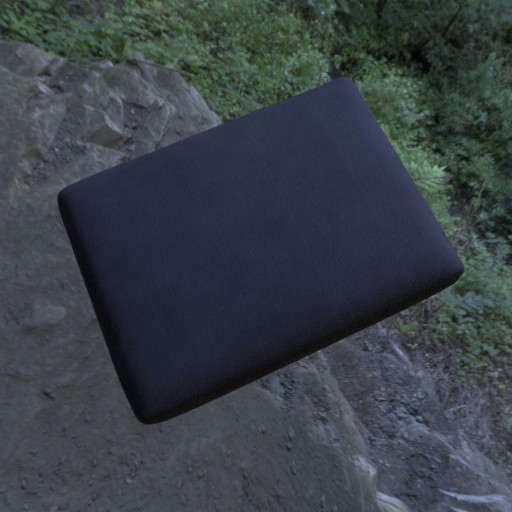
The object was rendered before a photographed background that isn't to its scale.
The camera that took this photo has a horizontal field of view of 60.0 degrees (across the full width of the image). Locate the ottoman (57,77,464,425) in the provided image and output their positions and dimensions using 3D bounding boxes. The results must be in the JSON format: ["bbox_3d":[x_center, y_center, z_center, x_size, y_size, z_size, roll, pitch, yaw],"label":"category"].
[{"bbox_3d":[0.000,0.000,1.158,0.773,0.497,0.574,-24,75,-7],"label":"ottoman"}]
